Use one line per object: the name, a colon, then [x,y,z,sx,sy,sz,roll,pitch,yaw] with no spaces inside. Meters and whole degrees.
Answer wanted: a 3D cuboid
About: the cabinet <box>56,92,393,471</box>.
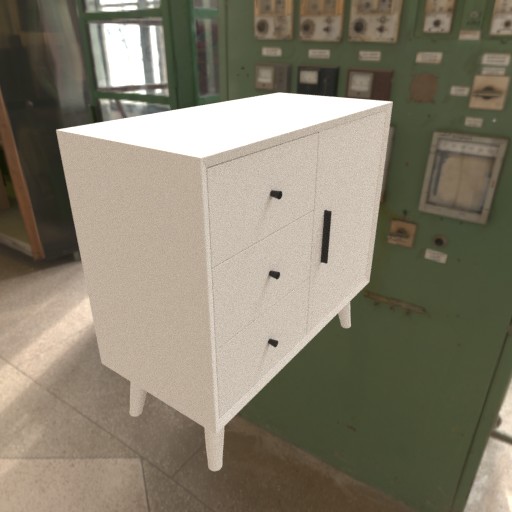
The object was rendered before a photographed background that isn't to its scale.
cabinet: [0.000,0.000,1.230,0.398,0.761,0.800,18,31,32]
